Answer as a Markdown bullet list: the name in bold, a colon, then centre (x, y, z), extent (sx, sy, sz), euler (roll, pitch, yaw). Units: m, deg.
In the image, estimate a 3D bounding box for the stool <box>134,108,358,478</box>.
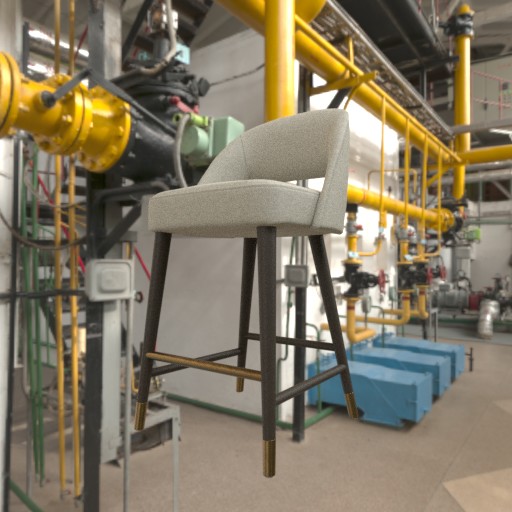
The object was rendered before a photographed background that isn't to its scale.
- **stool**: centre (0.000, 0.000, 1.266), extent (0.494, 0.940, 0.509), euler (0, -1, 37)
